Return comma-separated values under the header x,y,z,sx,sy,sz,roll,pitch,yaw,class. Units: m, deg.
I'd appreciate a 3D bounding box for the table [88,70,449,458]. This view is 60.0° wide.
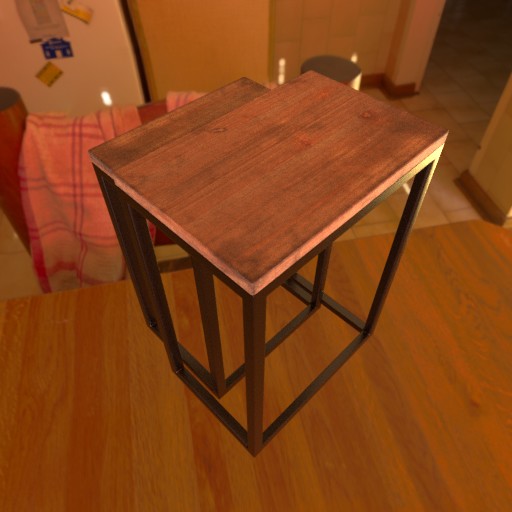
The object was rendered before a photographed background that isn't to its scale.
x,y,z,sx,sy,sz,roll,pitch,yaw,class
0.000,0.000,0.943,0.456,0.615,0.460,-35,57,-27,table
